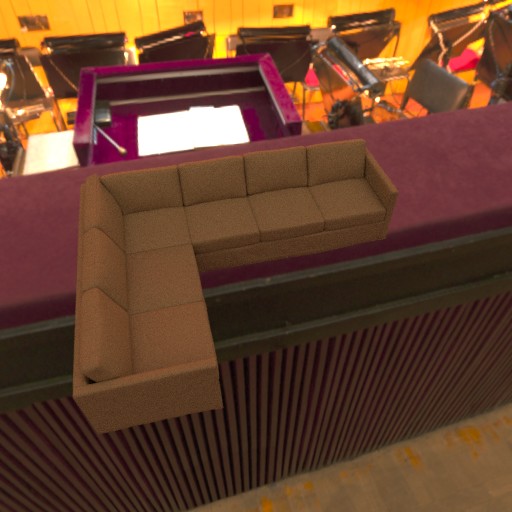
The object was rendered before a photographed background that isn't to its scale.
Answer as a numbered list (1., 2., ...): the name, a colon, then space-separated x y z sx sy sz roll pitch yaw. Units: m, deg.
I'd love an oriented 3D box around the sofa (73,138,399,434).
1. sofa: 0.000 0.000 4.255 3.182 0.871 2.432 -10 48 -9
